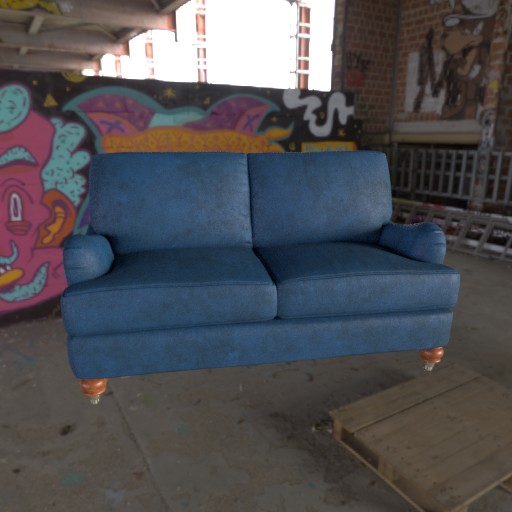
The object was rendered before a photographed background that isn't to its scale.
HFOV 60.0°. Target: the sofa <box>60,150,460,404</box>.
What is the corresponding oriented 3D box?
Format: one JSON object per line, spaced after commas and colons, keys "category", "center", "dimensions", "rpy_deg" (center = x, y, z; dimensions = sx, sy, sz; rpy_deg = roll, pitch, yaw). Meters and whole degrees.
{"category": "sofa", "center": [0.000, 0.000, 2.422], "dimensions": [1.853, 1.101, 1.084], "rpy_deg": [-3, 15, -10]}
